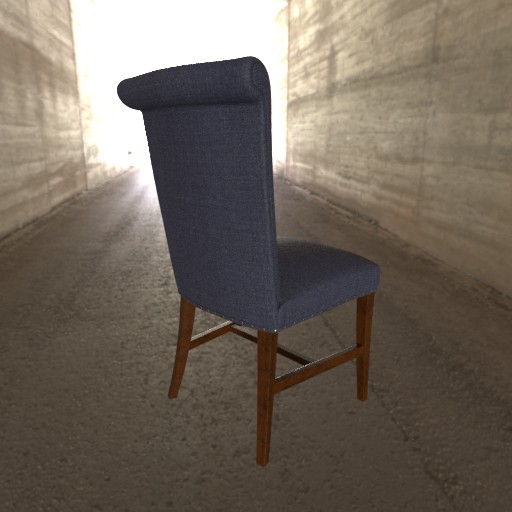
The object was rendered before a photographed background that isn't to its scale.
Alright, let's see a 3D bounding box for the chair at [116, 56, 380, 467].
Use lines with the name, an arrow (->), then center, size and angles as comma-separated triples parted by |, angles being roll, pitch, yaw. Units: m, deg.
chair -> 0.000, 0.000, 1.313 | 0.608, 0.988, 0.513 | -14, 21, -42
